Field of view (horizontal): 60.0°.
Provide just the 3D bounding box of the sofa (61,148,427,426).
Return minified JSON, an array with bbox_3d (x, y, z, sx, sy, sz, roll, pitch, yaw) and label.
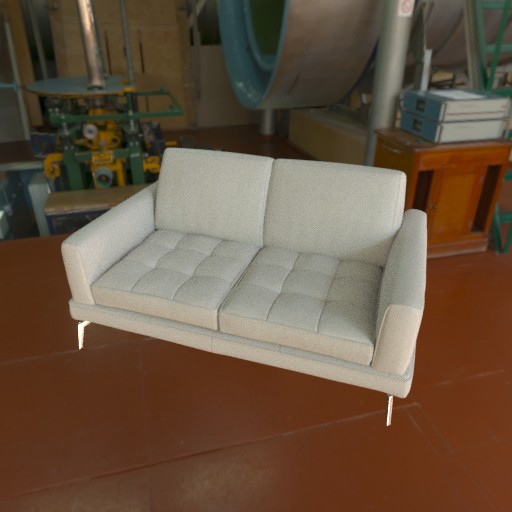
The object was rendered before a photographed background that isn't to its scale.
[{"bbox_3d":[0.000,0.000,2.497,1.819,0.930,1.121,10,31,16],"label":"sofa"}]
